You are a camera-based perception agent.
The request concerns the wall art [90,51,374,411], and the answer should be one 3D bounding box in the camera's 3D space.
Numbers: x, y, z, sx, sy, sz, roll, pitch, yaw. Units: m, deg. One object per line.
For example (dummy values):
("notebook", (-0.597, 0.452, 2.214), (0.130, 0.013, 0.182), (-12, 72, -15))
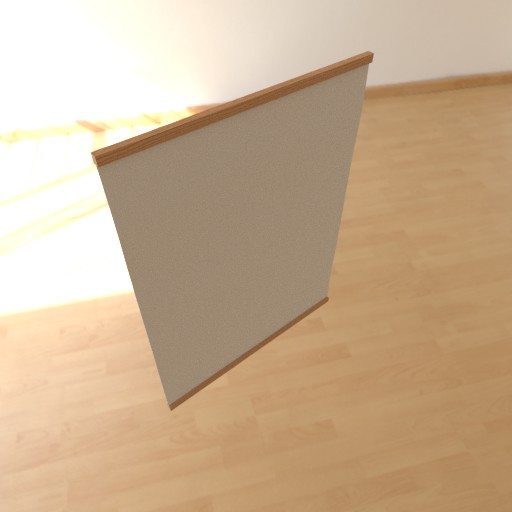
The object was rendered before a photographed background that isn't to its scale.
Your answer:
("wall art", (0.000, 0.000, 0.800), (0.458, 0.605, 0.011), (-30, 52, -26))
